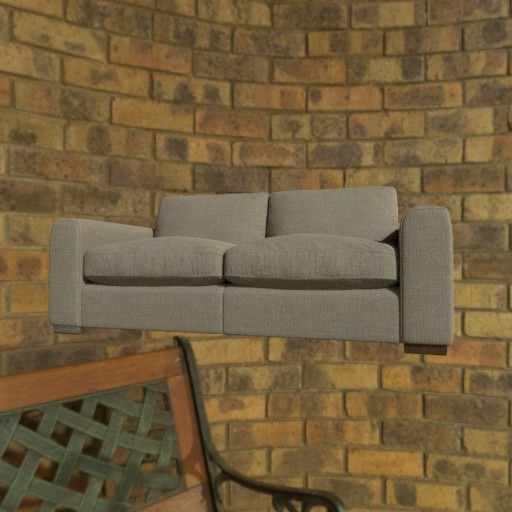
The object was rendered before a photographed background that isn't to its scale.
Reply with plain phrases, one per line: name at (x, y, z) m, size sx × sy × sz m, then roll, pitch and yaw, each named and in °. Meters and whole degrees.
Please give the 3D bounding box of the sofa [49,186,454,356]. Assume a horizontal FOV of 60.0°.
sofa at (0.000, 0.000, 2.461) m, size 1.920 × 0.800 × 1.069 m, roll 0°, pitch -1°, yaw 17°
